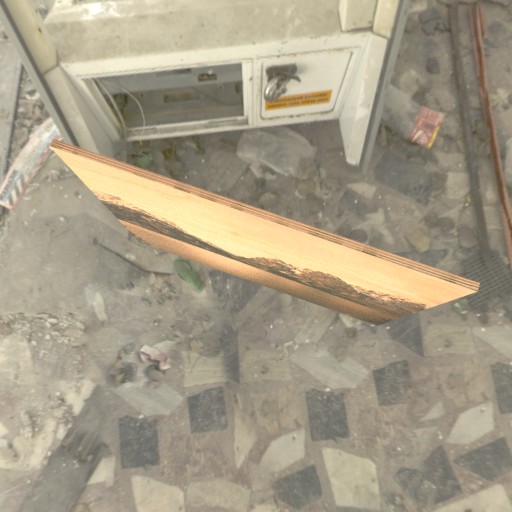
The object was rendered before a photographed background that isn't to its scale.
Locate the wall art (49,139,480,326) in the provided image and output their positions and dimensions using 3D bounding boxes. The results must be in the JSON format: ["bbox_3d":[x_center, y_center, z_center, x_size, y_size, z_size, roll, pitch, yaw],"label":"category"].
[{"bbox_3d":[0.000,0.000,0.694,0.508,0.408,0.010,19,77,5],"label":"wall art"}]
